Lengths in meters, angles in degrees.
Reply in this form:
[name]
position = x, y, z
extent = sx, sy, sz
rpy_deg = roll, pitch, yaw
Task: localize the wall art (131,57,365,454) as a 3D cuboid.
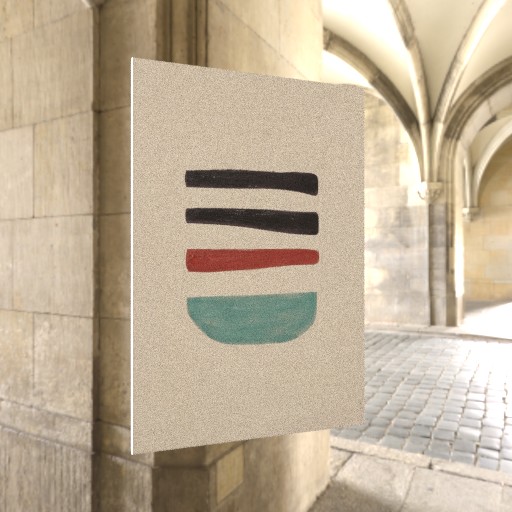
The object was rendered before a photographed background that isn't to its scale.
[wall art]
position = 0.000, 0.000, 1.123
extent = 0.607, 0.912, 0.038
rpy_deg = 0, 0, -18
